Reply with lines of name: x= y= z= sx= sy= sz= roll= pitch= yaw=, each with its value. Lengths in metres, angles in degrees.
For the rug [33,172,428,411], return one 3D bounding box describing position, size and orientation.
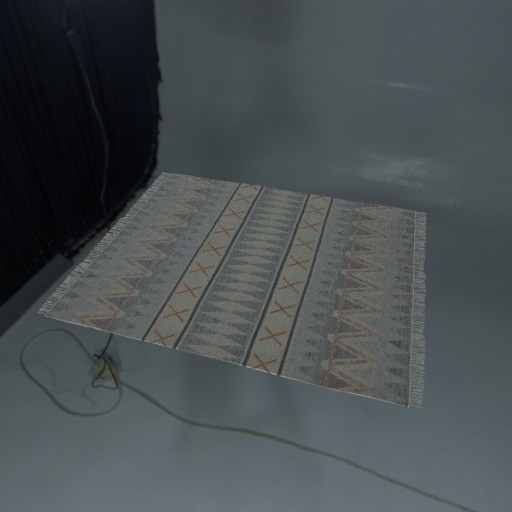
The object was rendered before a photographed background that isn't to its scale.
rug: x=0.000 y=0.000 z=4.038 sx=3.000 sy=0.012 sz=2.371 roll=11 pitch=41 yaw=13
